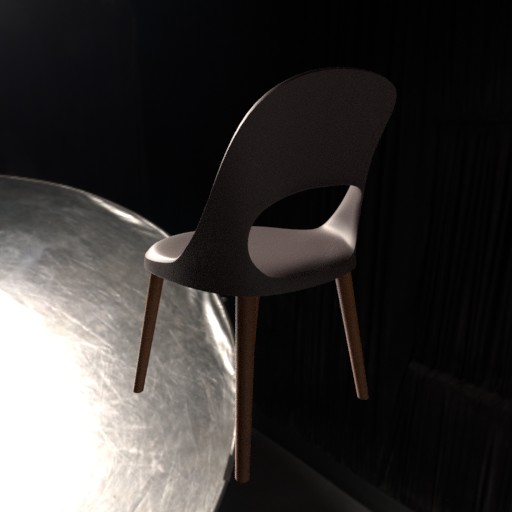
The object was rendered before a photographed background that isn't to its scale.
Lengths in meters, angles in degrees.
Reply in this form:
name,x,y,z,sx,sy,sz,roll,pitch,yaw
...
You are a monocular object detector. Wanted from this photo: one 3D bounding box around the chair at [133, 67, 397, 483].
name,x,y,z,sx,sy,sz,roll,pitch,yaw
chair,0.000,0.000,1.084,0.470,0.794,0.556,-13,20,-41
